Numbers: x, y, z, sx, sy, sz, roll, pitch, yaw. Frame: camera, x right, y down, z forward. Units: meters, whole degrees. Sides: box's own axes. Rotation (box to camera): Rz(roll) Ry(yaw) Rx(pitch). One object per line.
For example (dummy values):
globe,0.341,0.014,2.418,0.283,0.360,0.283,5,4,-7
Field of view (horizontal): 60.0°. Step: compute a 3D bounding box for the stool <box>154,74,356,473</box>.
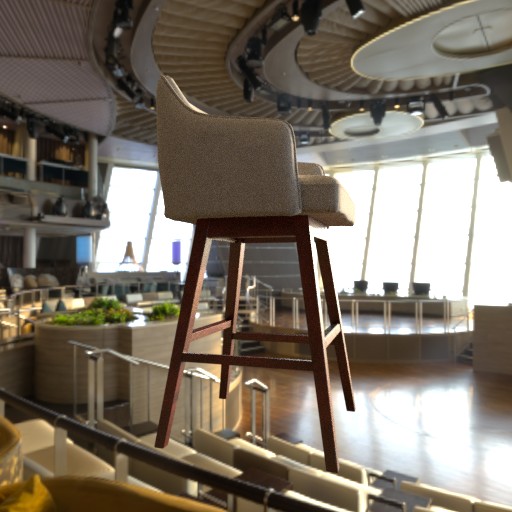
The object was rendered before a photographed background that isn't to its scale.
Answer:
stool,0.000,0.000,1.336,0.558,1.012,0.548,0,-1,17
